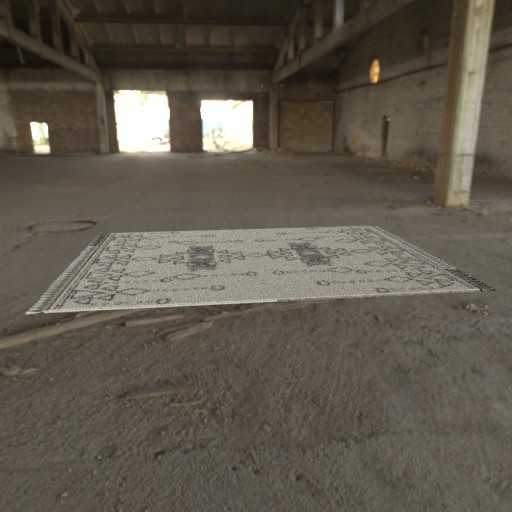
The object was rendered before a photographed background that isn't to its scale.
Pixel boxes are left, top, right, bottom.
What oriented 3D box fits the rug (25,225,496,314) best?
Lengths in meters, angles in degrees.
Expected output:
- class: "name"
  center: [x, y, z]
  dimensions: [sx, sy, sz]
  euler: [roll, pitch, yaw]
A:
- class: "rug"
  center: [0.000, 0.000, 2.910]
  dimensions: [2.312, 0.013, 1.600]
  euler: [-2, 16, -7]
